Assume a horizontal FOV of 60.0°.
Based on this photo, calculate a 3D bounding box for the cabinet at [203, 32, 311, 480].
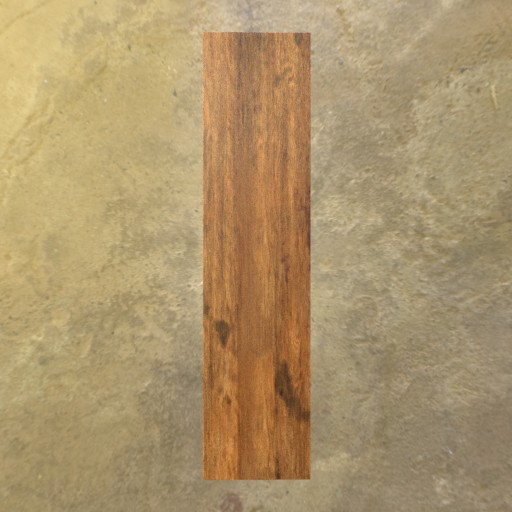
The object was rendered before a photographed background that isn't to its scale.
[{"bbox_3d":[0.000,0.000,1.698,0.349,0.528,1.448,0,90,-1],"label":"cabinet"}]
